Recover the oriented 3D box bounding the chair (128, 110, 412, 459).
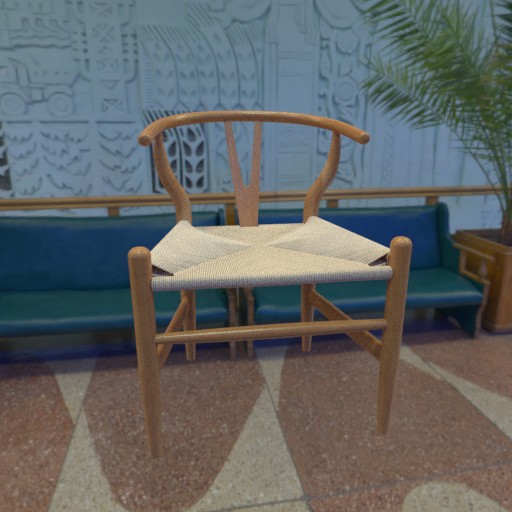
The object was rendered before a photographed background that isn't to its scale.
[{"bbox_3d":[0.000,0.000,1.158,0.569,0.730,0.579,-3,17,-8],"label":"chair"}]
